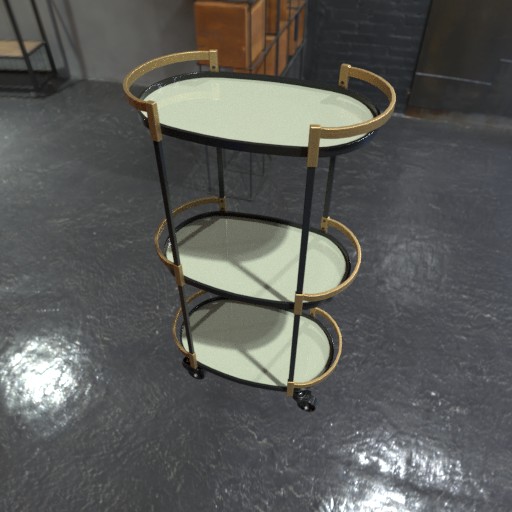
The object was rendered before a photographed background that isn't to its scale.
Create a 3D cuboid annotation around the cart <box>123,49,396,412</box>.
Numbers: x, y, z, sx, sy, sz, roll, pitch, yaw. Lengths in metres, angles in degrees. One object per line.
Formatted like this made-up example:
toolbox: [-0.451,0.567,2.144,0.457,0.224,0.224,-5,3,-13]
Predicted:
cart: [0.000,0.000,1.132,0.515,0.885,0.311,12,44,13]
